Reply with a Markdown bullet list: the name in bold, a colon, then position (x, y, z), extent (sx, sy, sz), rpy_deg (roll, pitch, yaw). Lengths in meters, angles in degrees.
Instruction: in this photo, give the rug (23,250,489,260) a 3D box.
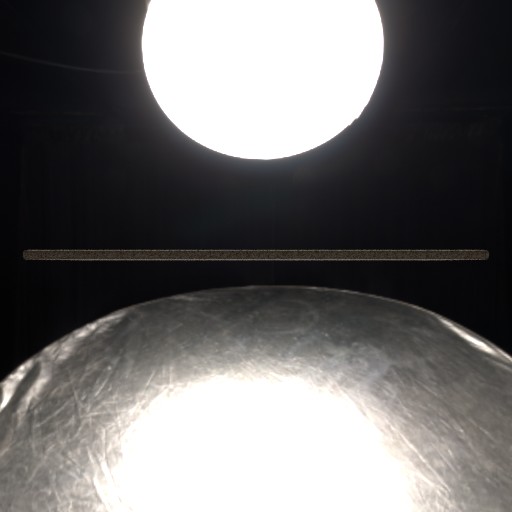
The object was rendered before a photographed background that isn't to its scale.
- **rug**: position (0.000, 0.000, 1.741), extent (1.524, 0.030, 0.609), rpy_deg (0, -1, 0)
